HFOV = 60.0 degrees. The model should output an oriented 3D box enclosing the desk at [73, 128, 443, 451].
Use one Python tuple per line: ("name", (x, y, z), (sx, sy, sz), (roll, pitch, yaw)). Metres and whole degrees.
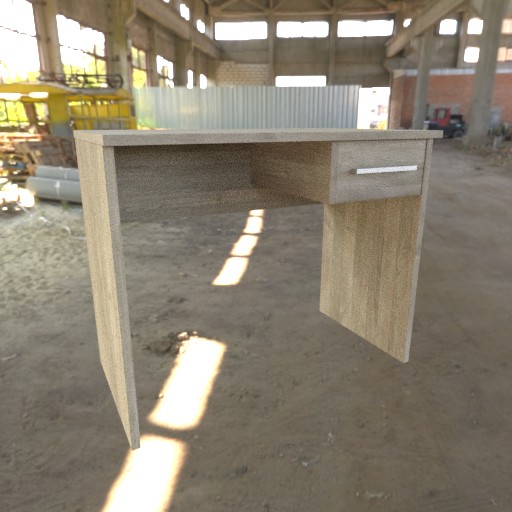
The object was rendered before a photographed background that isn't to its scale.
("desk", (0.000, 0.000, 1.328), (0.893, 0.724, 0.498), (-9, 19, -26))
